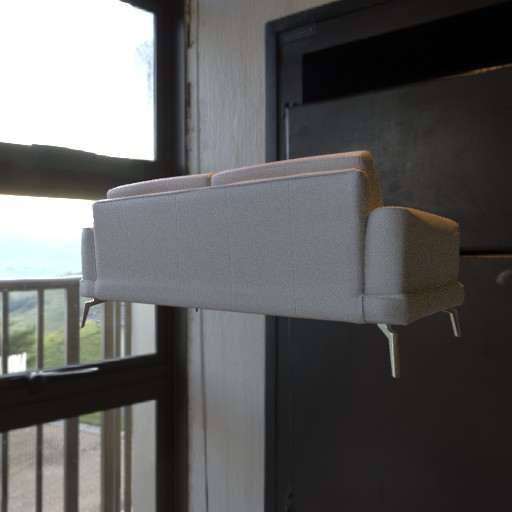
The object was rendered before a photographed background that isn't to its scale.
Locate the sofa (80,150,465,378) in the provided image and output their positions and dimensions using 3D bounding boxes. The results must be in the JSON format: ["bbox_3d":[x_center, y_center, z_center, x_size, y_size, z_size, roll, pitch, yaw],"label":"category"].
[{"bbox_3d":[0.000,0.000,2.710,2.177,0.930,1.121,0,0,36],"label":"sofa"}]
